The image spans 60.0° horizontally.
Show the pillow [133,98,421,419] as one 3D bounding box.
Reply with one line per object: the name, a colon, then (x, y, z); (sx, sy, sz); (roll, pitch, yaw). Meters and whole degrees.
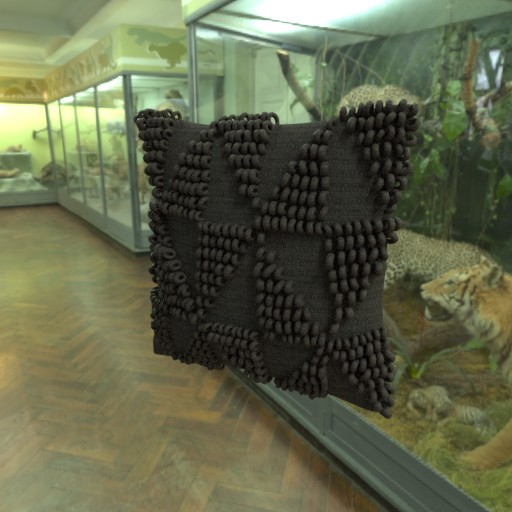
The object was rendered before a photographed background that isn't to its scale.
pillow: (0.000, 0.000, 0.717); (0.470, 0.467, 0.172); (8, 17, 26)
